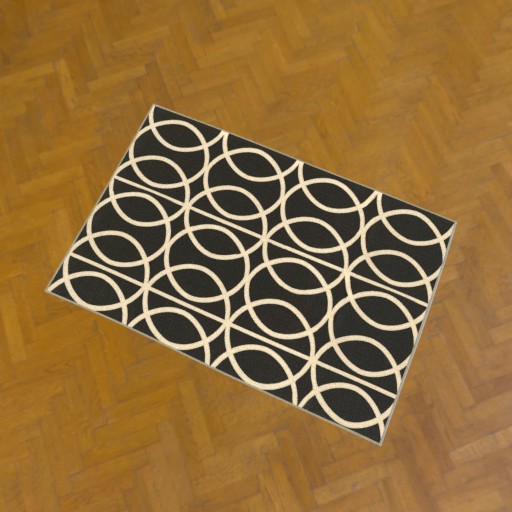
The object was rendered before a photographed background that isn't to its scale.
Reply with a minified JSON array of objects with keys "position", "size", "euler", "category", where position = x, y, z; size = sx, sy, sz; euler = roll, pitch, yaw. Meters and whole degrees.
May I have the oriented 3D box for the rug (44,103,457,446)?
[{"position":[0.000,0.000,2.902],"size":[2.294,0.014,1.528],"euler":[23,75,6],"category":"rug"}]
